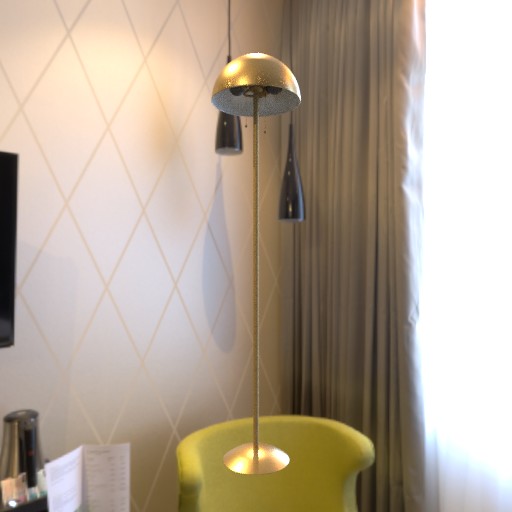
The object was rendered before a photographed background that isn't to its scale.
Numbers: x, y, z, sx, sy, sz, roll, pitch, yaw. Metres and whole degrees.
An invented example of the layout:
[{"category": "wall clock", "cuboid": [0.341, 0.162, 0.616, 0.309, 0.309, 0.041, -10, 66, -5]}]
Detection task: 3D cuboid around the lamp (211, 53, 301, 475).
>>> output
[{"category": "lamp", "cuboid": [0.000, 0.000, 1.626, 0.328, 1.480, 0.328, 0, -1, 17]}]
